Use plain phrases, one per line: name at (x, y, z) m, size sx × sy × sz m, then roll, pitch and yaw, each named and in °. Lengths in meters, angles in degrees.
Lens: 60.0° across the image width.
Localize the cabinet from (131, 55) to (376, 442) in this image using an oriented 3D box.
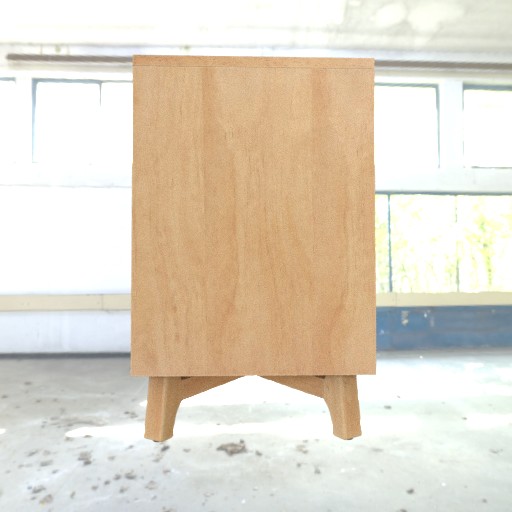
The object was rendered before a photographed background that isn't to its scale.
cabinet at (0.000, 0.000, 0.948) m, size 0.394 × 0.599 × 0.551 m, roll 0°, pitch -1°, yaw -2°
